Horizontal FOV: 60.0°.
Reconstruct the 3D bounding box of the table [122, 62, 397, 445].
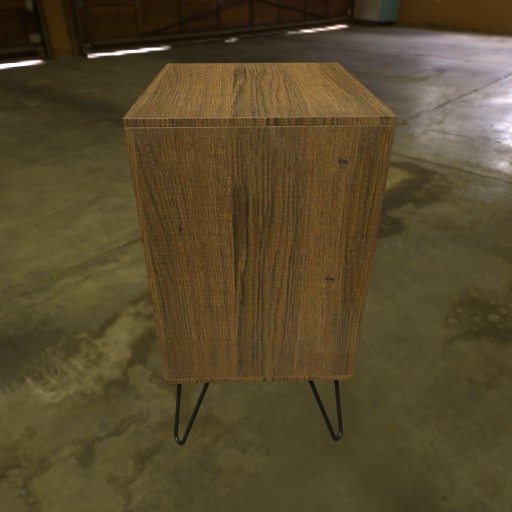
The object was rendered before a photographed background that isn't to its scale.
[{"bbox_3d":[0.000,0.000,1.173,0.457,0.866,0.526,-1,32,-2],"label":"table"}]
